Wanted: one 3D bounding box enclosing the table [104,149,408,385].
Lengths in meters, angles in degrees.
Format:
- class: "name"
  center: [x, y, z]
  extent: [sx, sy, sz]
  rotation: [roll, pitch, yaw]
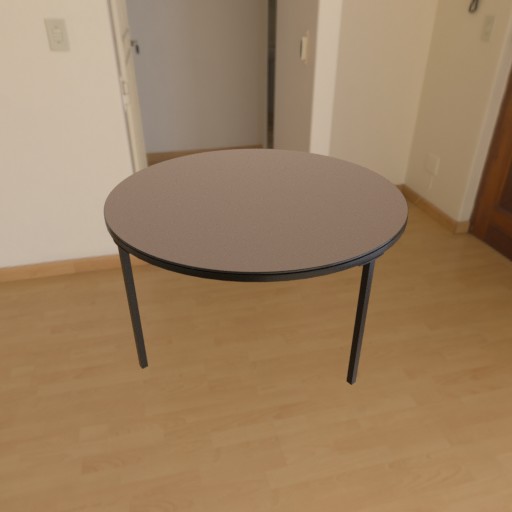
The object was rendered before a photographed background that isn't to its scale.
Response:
- class: "table"
  center: [0.000, 0.000, 1.311]
  extent: [0.800, 0.400, 0.800]
  rotation: [0, 31, 0]
